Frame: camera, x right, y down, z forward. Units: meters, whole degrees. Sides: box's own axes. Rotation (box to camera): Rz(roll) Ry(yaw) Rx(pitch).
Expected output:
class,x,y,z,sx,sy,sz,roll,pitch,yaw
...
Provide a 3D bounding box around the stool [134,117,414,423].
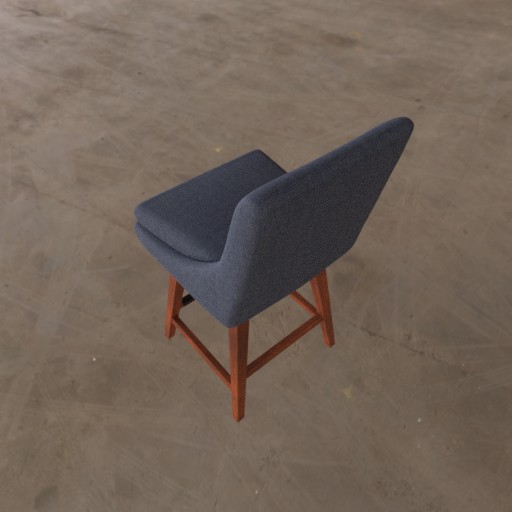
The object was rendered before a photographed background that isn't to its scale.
class,x,y,z,sx,sy,sz,roll,pitch,yaw
stool,0.000,0.000,1.226,0.467,0.895,0.524,-31,54,-27
